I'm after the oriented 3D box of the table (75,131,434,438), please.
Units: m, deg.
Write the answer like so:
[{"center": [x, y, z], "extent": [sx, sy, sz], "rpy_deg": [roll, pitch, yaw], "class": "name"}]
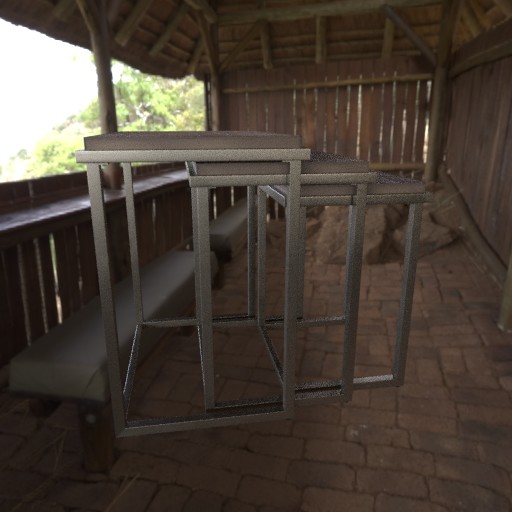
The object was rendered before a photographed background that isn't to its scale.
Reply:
[{"center": [0.000, 0.000, 1.139], "extent": [0.706, 0.610, 0.559], "rpy_deg": [-3, 17, -9], "class": "table"}]
